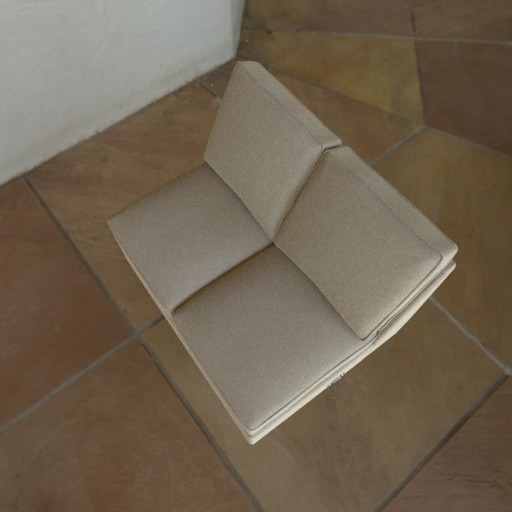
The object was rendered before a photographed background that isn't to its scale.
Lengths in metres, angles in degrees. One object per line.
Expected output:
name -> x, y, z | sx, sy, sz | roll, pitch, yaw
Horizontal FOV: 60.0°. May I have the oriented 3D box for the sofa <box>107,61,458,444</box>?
sofa -> 0.000, 0.000, 2.021 | 0.951, 1.008, 1.237 | -33, 67, -16
